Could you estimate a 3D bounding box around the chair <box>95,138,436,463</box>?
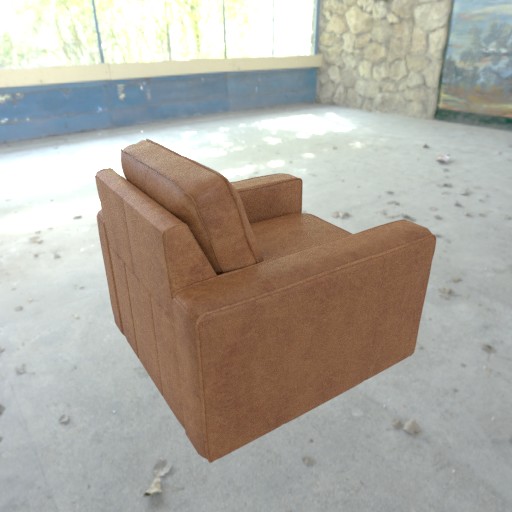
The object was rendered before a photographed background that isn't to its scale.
[{"bbox_3d":[0.000,0.000,1.774,1.027,0.901,0.987,-18,32,-32],"label":"chair"}]
